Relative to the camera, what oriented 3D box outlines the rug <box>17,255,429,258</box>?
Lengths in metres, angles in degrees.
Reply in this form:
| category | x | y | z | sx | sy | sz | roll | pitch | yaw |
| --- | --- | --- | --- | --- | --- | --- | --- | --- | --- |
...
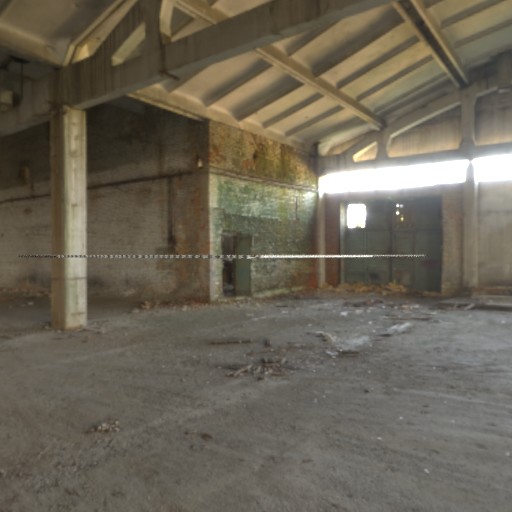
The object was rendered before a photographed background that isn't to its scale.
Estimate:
| category | x | y | z | sx | sy | sz | roll | pitch | yaw |
| --- | --- | --- | --- | --- | --- | --- | --- | --- | --- |
| rug | 0.000 | 0.000 | 2.926 | 1.600 | 0.013 | 2.312 | 0 | 0 | 36 |
